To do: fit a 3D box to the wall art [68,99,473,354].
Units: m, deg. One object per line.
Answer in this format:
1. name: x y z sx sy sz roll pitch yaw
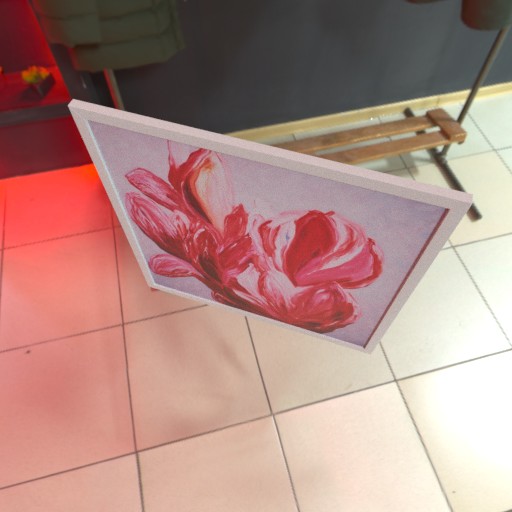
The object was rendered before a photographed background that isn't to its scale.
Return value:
1. wall art: 0.000 0.000 1.190 0.805 0.803 0.022 16 60 9
